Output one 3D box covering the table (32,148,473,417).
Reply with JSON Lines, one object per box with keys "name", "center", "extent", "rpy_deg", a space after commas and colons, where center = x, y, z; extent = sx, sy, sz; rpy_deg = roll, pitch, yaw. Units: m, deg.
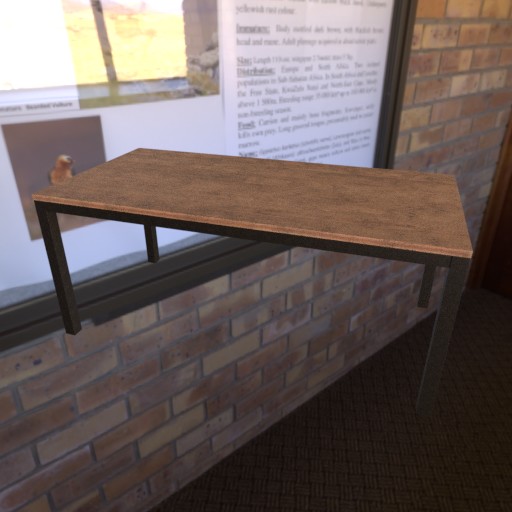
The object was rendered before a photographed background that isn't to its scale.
{"name": "table", "center": [0.000, 0.000, 2.272], "extent": [1.805, 0.767, 0.893], "rpy_deg": [9, 29, 16]}
